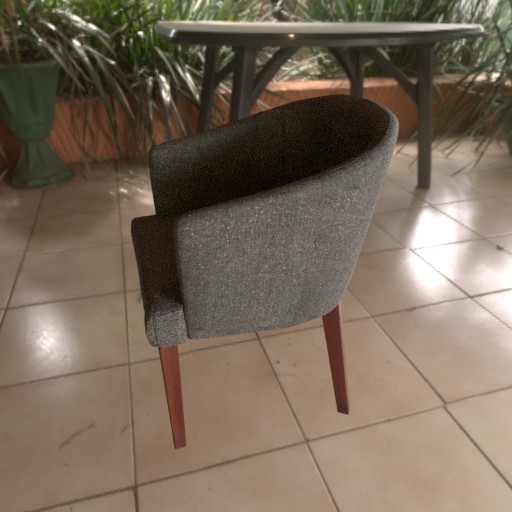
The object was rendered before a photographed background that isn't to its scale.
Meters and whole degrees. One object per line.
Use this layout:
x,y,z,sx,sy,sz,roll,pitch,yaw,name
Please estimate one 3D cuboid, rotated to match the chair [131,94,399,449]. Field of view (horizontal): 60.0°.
0.000,0.000,1.245,0.655,0.811,0.583,-9,31,-15,chair
